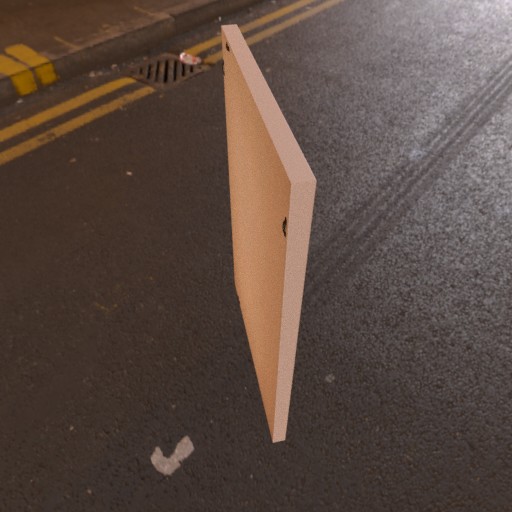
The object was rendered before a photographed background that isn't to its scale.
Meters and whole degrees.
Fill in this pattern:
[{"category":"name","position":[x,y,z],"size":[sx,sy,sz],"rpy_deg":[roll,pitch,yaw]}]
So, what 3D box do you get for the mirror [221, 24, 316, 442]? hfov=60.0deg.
[{"category":"mirror","position":[0.000,0.000,1.144],"size":[0.041,0.915,0.609],"rpy_deg":[-9,47,-8]}]
